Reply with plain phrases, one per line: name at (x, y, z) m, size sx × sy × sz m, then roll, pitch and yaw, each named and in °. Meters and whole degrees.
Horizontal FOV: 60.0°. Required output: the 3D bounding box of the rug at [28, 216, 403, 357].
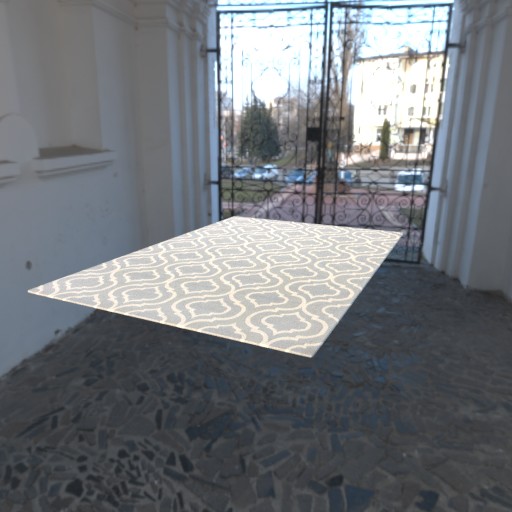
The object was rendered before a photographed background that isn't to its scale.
rug at (0.000, 0.000, 2.733) m, size 1.451 × 0.010 × 2.080 m, roll 8°, pitch 18°, yaw 25°
